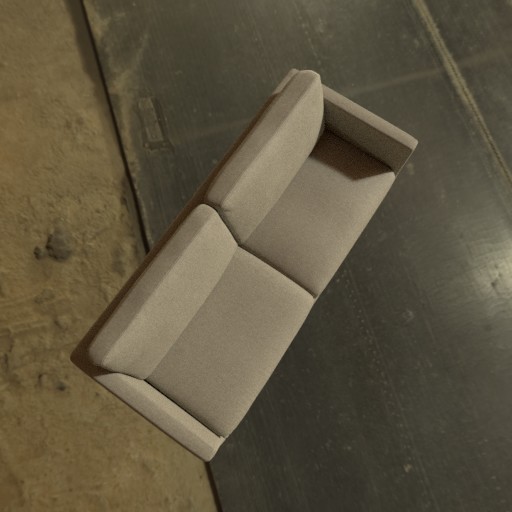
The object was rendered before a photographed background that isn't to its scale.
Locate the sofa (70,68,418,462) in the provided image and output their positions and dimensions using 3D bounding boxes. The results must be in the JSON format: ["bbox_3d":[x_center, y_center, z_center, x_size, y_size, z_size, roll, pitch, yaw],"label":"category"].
[{"bbox_3d":[0.000,0.000,2.770,0.956,0.963,2.208,33,78,8],"label":"sofa"}]
